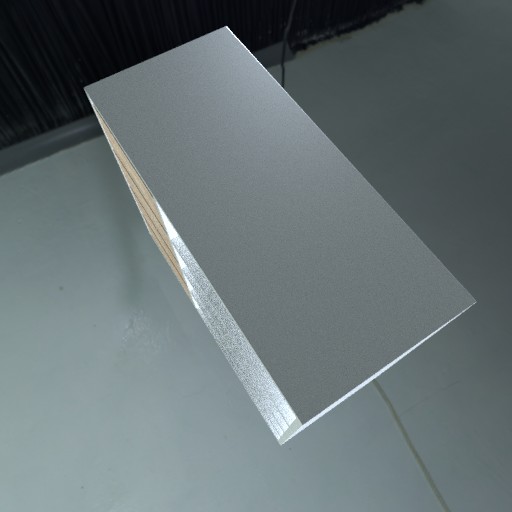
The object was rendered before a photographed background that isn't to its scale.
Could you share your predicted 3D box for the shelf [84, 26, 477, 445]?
[{"bbox_3d":[0.000,0.000,1.267,0.396,0.732,0.895,-30,68,-14],"label":"shelf"}]
